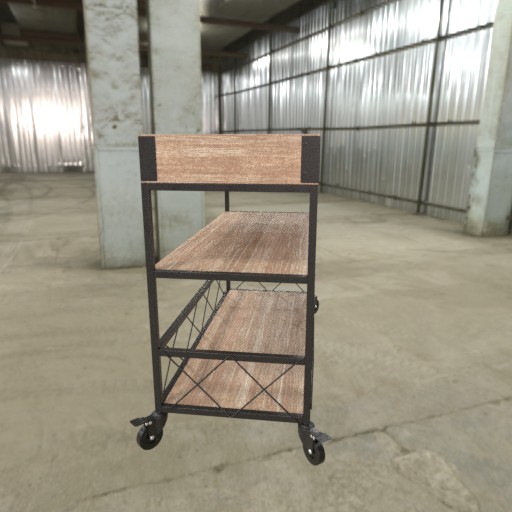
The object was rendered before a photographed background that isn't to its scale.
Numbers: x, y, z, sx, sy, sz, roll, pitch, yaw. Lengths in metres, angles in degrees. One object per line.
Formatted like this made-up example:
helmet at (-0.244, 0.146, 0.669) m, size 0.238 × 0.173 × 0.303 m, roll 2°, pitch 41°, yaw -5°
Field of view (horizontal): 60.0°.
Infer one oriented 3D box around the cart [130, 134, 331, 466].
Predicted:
cart at (0.000, 0.000, 1.518) m, size 0.500 × 0.787 × 1.101 m, roll 2°, pitch 14°, yaw 7°
